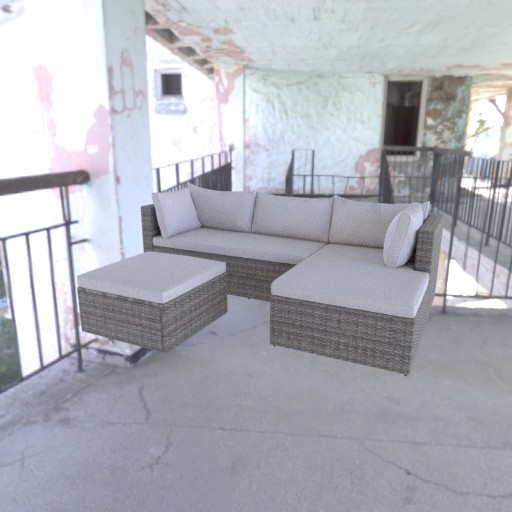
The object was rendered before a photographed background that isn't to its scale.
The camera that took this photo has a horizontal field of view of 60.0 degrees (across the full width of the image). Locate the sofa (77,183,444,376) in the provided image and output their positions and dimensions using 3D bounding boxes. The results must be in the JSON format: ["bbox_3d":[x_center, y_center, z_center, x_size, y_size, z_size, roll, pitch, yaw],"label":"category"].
[{"bbox_3d":[0.000,0.000,2.998,2.192,0.766,1.662,7,17,26],"label":"sofa"}]
